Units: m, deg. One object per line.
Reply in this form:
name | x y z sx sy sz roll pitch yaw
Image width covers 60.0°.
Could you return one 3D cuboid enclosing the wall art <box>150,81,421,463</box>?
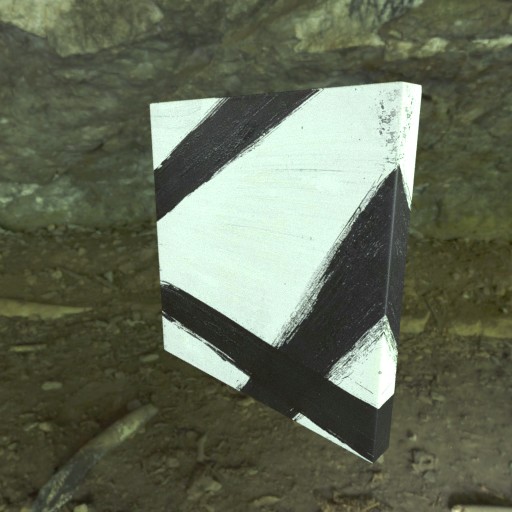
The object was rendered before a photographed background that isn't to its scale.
wall art | 0.000 0.000 0.745 0.507 0.508 0.050 14 21 42
